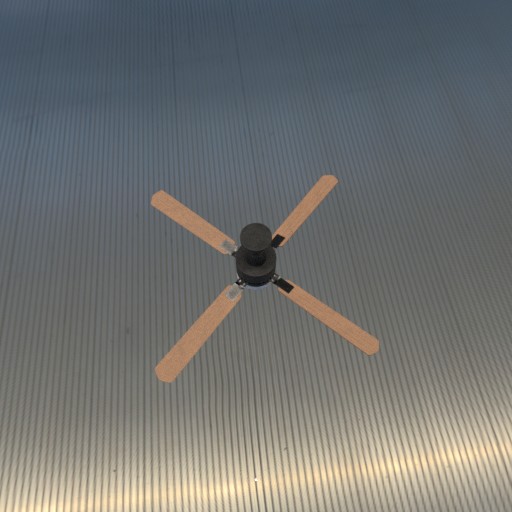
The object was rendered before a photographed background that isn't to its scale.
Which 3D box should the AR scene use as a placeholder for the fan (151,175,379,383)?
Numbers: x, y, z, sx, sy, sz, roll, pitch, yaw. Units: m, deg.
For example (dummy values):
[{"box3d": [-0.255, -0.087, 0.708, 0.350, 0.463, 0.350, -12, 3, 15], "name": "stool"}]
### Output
[{"box3d": [0.000, 0.000, 1.988, 1.320, 0.355, 1.320, 34, 68, 16], "name": "fan"}]
